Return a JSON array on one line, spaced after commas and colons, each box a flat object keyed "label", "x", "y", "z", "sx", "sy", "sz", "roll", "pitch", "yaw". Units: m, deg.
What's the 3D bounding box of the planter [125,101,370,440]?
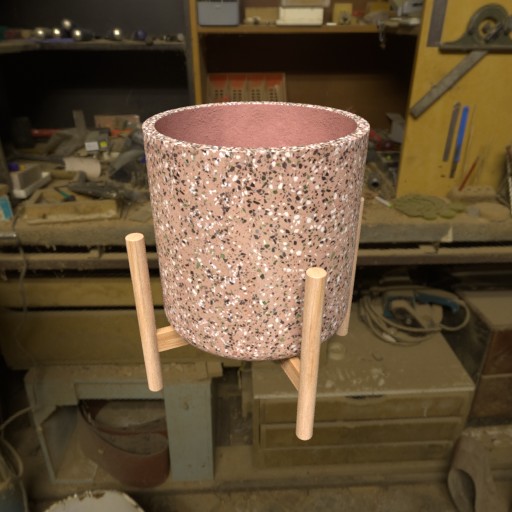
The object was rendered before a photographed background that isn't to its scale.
[{"label": "planter", "x": 0.000, "y": 0.000, "z": 0.704, "sx": 0.360, "sy": 0.419, "sz": 0.360, "roll": 0, "pitch": 29, "yaw": -1}]
